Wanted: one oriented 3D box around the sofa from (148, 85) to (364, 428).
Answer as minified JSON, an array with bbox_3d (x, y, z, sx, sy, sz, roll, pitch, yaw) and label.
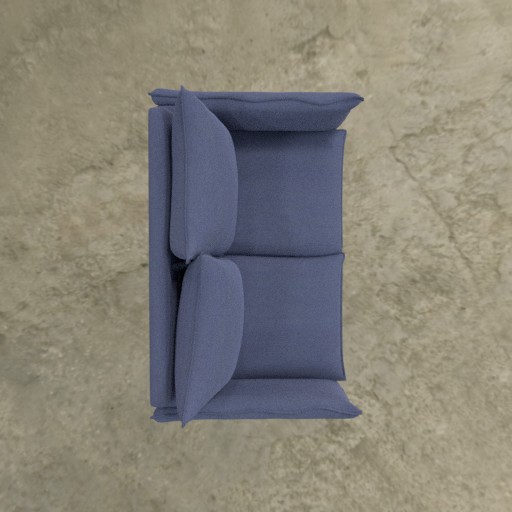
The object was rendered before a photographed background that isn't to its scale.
[{"bbox_3d":[0.000,0.000,1.888,0.820,0.840,1.300,0,91,0],"label":"sofa"}]
